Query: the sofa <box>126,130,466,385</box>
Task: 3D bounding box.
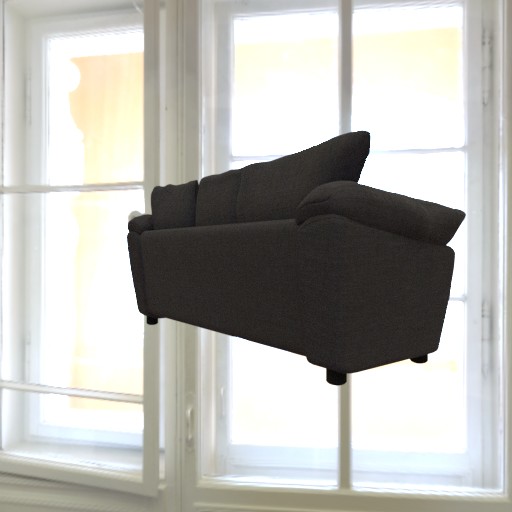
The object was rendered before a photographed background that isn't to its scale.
[{"bbox_3d":[0.000,0.000,2.844,0.883,1.080,2.336,0,1,-37],"label":"sofa"}]
